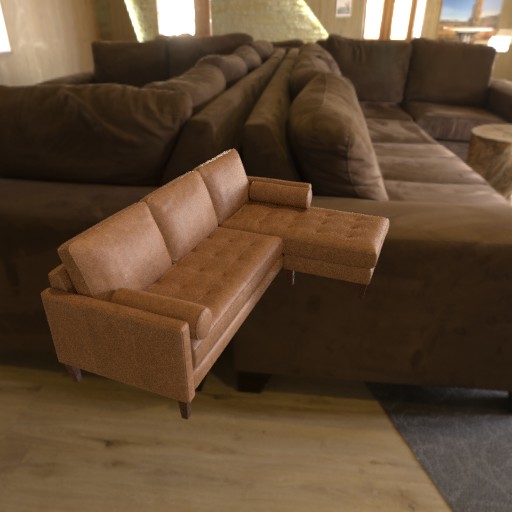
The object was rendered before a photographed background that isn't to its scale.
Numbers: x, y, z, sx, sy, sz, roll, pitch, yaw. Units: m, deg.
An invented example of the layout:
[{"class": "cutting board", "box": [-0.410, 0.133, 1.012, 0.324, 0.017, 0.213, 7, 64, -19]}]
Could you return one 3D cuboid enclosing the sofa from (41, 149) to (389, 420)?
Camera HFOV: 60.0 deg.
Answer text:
[{"class": "sofa", "box": [0.000, 0.000, 2.961, 1.506, 0.876, 2.178, 11, 30, 19]}]
